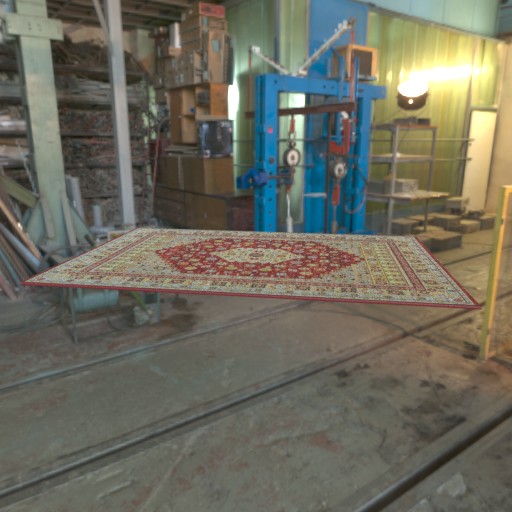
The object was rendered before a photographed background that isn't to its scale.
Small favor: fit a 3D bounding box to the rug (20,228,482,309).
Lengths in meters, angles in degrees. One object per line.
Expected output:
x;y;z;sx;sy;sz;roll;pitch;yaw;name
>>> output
0.000;0.000;2.270;1.802;0.013;1.194;2;15;9;rug
